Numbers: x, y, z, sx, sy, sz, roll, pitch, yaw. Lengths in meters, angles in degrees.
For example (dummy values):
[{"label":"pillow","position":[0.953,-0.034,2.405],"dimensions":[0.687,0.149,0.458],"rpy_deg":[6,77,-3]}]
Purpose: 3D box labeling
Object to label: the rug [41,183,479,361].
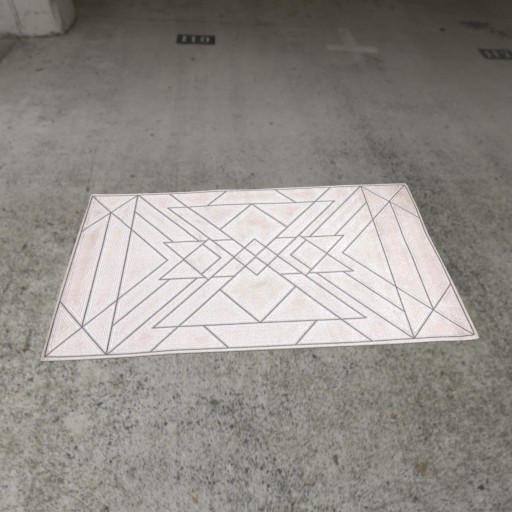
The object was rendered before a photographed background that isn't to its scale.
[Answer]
[{"label":"rug","position":[0.000,0.000,1.044],"dimensions":[0.869,0.008,0.511],"rpy_deg":[-2,47,-2]}]
